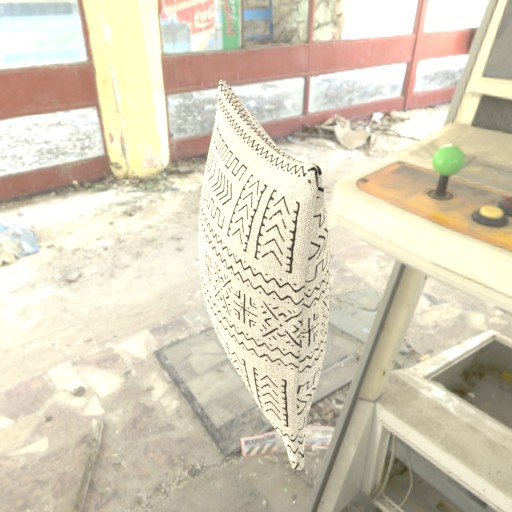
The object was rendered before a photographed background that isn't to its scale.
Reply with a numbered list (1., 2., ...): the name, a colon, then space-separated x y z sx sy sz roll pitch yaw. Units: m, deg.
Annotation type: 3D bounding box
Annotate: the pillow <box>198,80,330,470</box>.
1. pillow: 0.000 0.000 0.663 0.164 0.430 0.438 -8 32 -13
